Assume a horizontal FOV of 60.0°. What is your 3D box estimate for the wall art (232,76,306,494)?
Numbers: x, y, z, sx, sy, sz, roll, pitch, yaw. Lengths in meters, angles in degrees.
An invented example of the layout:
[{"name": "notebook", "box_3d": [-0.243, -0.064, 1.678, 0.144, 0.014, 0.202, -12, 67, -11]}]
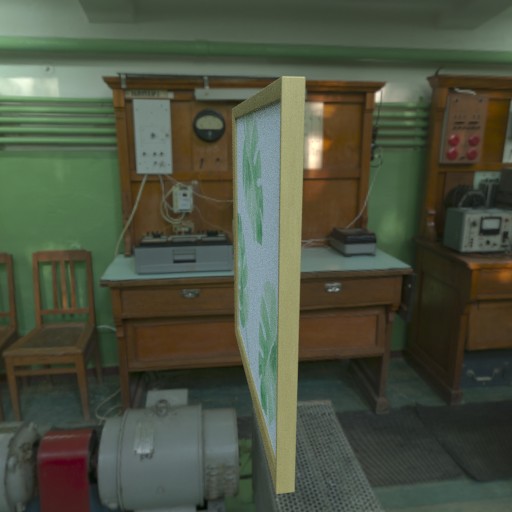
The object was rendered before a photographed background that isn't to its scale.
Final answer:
[{"name": "wall art", "box_3d": [0.000, 0.000, 1.135, 0.037, 0.763, 0.763, -2, 15, -8]}]
